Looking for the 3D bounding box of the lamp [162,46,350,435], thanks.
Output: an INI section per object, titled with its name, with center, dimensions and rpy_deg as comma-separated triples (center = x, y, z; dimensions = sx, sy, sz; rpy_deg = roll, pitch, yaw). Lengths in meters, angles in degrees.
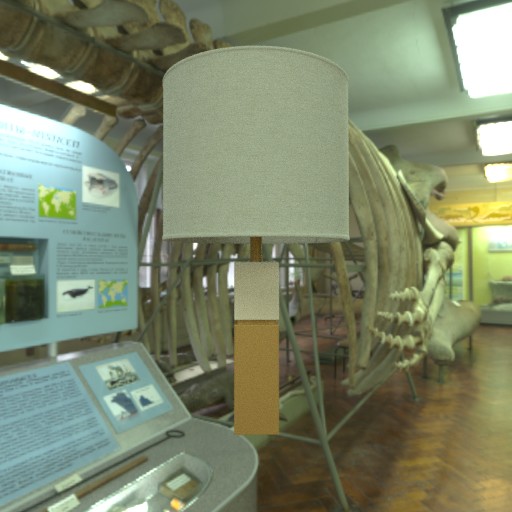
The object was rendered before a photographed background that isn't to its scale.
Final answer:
[lamp]
center = 0.000, 0.000, 0.554
dimensions = 0.229, 0.417, 0.229
rpy_deg = 0, 0, -1
